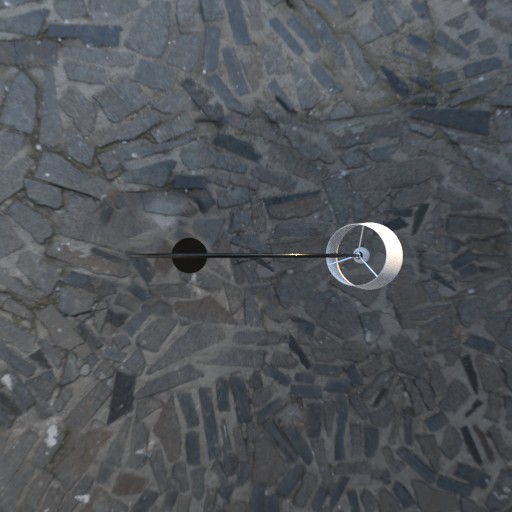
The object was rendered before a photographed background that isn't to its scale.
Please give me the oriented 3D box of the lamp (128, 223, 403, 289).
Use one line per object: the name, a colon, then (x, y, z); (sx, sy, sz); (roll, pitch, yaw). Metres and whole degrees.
lamp: (0.000, 0.000, 2.727); (1.363, 2.104, 0.331); (0, 90, -2)
